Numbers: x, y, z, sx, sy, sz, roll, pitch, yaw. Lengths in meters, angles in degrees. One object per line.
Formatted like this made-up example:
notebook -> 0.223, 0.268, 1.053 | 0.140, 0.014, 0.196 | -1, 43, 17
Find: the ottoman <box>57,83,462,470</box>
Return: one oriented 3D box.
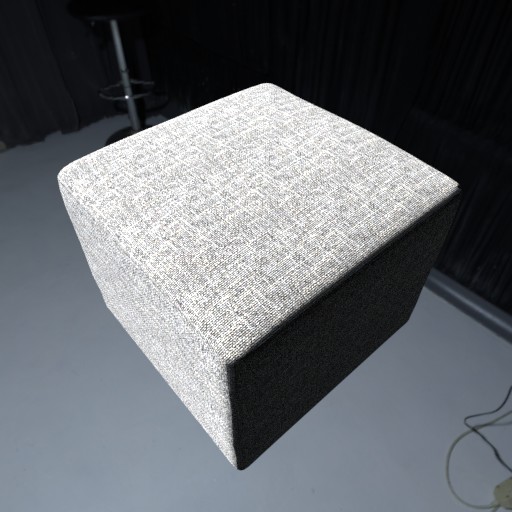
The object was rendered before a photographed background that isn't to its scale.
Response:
ottoman -> 0.000, 0.000, 0.897 | 0.521, 0.453, 0.512 | -33, 55, -26
